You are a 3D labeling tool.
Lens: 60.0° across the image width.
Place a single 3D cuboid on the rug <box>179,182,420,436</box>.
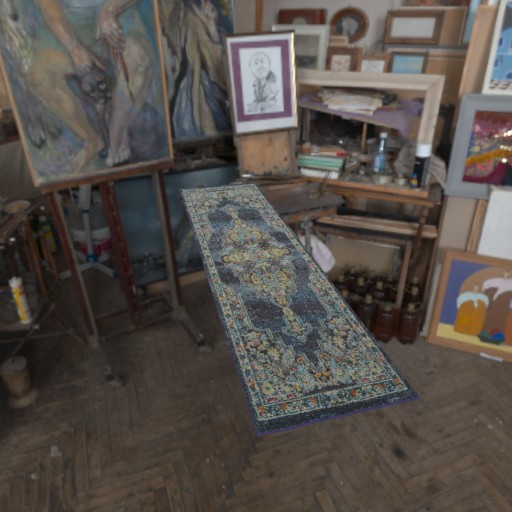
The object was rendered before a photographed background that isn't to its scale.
[{"bbox_3d":[0.000,0.000,2.453,0.602,0.016,2.283,-7,30,-13],"label":"rug"}]
